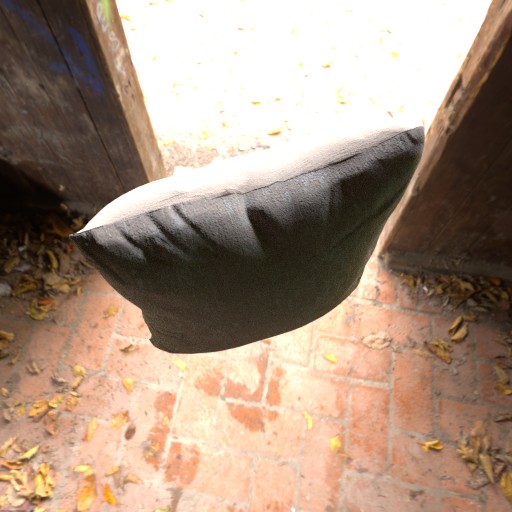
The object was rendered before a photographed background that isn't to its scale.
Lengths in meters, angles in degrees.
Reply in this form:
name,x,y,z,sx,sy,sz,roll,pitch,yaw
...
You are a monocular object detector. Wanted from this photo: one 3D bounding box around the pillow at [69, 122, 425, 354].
name,x,y,z,sx,sy,sz,roll,pitch,yaw
pillow,0.000,0.000,0.715,0.450,0.448,0.245,-17,65,-8
